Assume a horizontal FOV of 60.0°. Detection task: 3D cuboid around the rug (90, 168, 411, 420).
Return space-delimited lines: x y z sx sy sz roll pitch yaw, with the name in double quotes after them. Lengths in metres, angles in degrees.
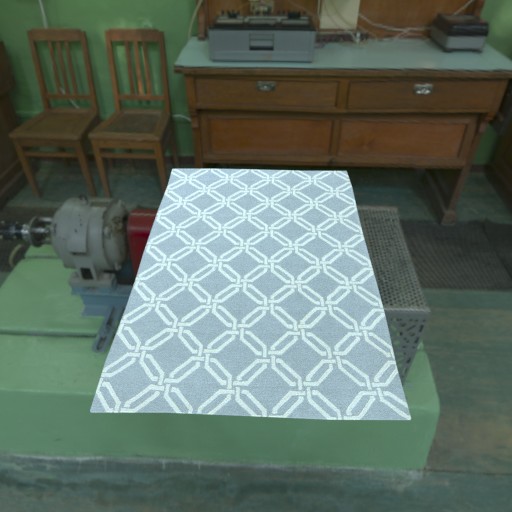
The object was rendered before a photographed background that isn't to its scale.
0.000 0.000 2.228 1.148 0.010 1.754 1 40 1 "rug"
